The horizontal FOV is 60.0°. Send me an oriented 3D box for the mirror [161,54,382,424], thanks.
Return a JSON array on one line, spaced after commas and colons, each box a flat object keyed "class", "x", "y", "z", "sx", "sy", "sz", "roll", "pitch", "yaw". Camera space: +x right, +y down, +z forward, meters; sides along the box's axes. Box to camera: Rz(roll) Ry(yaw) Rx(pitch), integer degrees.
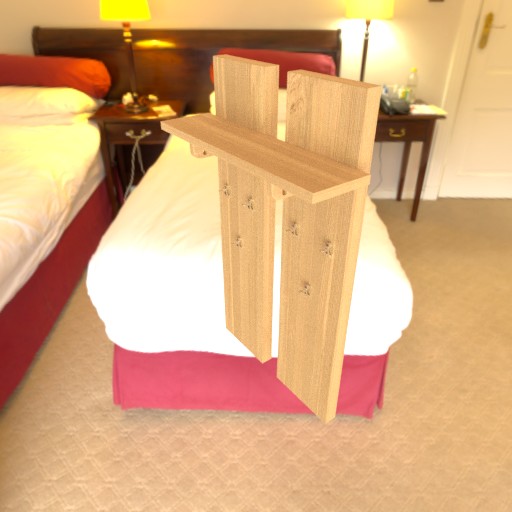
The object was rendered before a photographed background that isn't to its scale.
[{"class": "mirror", "x": 0.000, "y": 0.000, "z": 1.607, "sx": 0.260, "sy": 1.250, "sz": 0.800, "roll": -21, "pitch": 38, "yaw": -31}]
